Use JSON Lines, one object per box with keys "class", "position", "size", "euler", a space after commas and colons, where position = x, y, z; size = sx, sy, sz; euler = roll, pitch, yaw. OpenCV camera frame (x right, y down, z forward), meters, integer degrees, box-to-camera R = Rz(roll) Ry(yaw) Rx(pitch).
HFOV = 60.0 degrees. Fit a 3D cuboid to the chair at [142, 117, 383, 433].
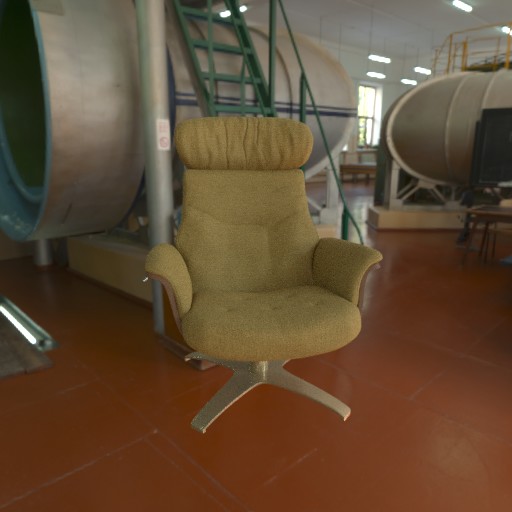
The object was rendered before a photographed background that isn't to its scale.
{"class": "chair", "position": [0.000, 0.000, 1.596], "size": [0.785, 0.995, 0.837], "euler": [-2, 14, -9]}
